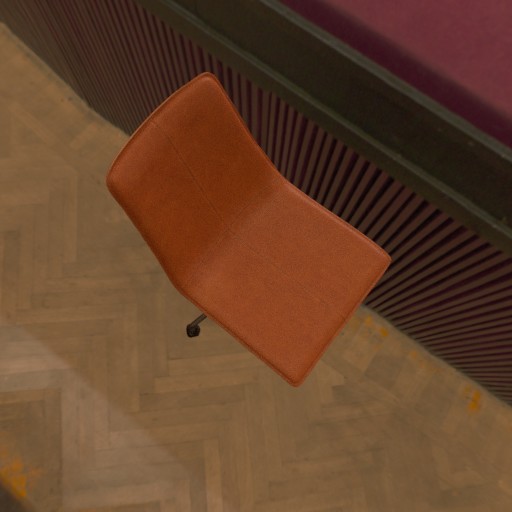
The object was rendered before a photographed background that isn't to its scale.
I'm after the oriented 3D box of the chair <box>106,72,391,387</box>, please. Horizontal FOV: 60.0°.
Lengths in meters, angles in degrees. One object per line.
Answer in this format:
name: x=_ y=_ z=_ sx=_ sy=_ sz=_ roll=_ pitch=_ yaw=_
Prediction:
chair: x=0.000 y=0.000 z=1.335 sx=0.660 sy=0.920 sz=0.651 roll=38 pitch=79 yaw=9
